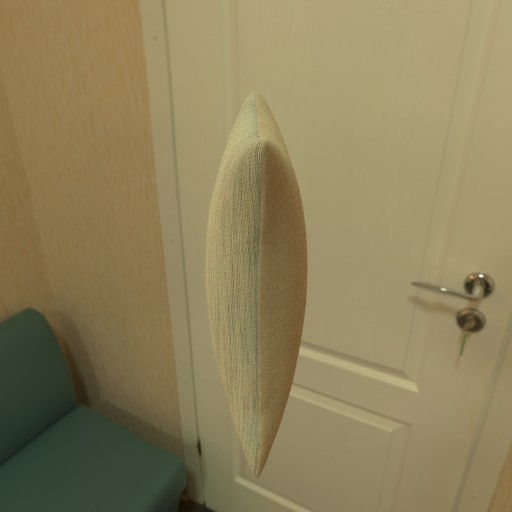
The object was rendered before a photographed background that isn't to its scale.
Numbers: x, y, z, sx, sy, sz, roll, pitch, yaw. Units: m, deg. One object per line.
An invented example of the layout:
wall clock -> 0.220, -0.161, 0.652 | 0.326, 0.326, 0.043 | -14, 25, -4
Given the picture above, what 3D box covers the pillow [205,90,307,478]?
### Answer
pillow -> 0.000, 0.000, 0.790 | 0.178, 0.506, 0.512 | 0, 26, -1
